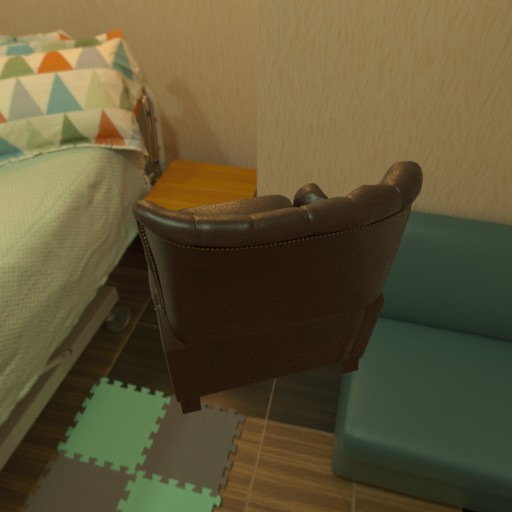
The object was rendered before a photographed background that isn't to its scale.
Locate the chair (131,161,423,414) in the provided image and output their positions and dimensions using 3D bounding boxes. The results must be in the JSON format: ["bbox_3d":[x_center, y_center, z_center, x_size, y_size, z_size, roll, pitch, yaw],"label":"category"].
[{"bbox_3d":[0.000,0.000,1.484,0.709,0.864,0.823,-10,41,-12],"label":"chair"}]
